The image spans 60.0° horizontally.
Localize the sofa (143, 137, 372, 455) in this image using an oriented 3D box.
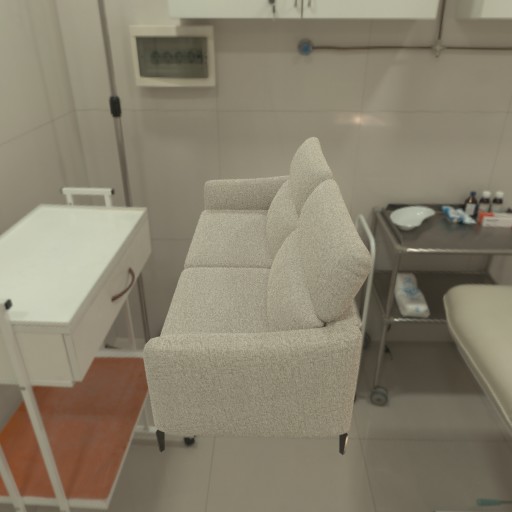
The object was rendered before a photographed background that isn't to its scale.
[{"bbox_3d":[0.000,0.000,2.516,0.856,0.956,2.015,0,28,1],"label":"sofa"}]
